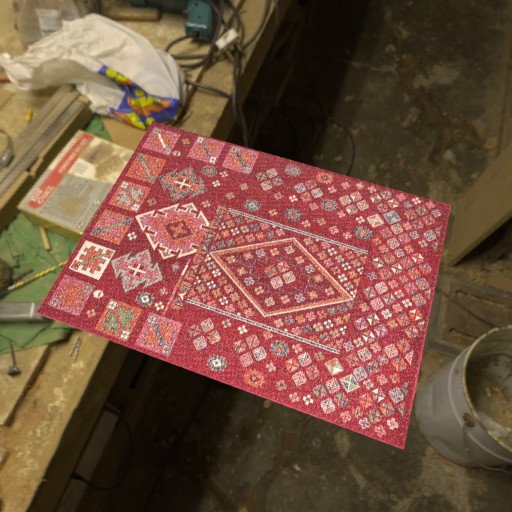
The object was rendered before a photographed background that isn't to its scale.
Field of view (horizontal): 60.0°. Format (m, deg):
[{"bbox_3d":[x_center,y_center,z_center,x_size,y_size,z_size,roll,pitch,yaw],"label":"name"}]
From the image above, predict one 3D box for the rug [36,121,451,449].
[{"bbox_3d":[0.000,0.000,2.773,2.184,0.007,1.579,18,65,9],"label":"rug"}]
